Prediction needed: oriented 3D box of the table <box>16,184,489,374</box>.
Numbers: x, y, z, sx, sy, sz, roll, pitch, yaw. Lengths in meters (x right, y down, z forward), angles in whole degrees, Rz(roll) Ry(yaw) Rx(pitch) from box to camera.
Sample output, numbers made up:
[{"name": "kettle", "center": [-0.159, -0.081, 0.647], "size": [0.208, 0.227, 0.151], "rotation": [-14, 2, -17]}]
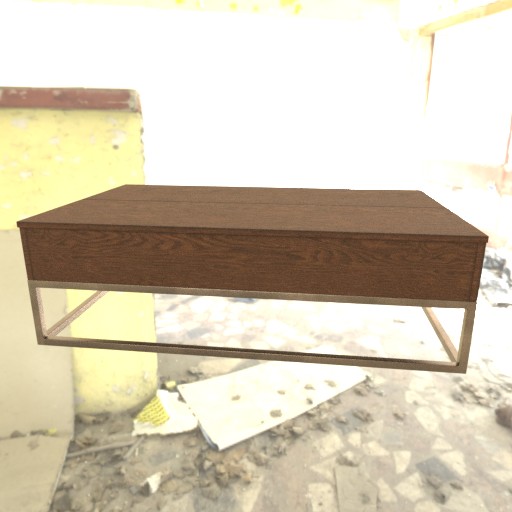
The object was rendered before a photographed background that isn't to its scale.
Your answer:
[{"name": "table", "center": [0.000, 0.000, 1.477], "size": [1.167, 0.361, 0.719], "rotation": [2, 17, 7]}]
